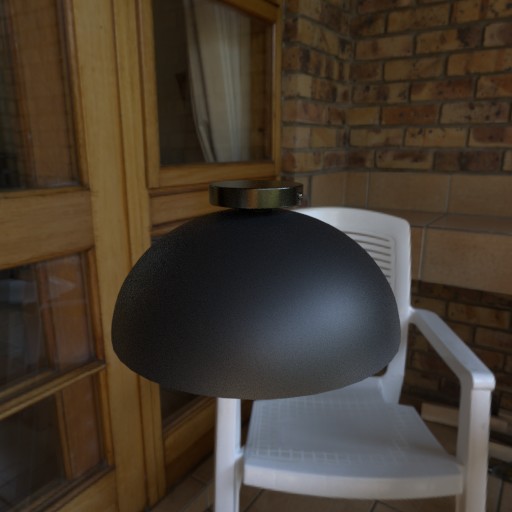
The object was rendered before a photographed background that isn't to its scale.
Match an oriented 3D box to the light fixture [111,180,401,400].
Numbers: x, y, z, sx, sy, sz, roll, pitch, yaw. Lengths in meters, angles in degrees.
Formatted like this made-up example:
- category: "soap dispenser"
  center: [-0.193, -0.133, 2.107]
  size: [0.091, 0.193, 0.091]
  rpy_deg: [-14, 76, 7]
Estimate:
- category: "light fixture"
  center: [0.000, 0.000, 0.549]
  size: [0.355, 0.177, 0.355]
  rpy_deg: [0, 14, 0]
